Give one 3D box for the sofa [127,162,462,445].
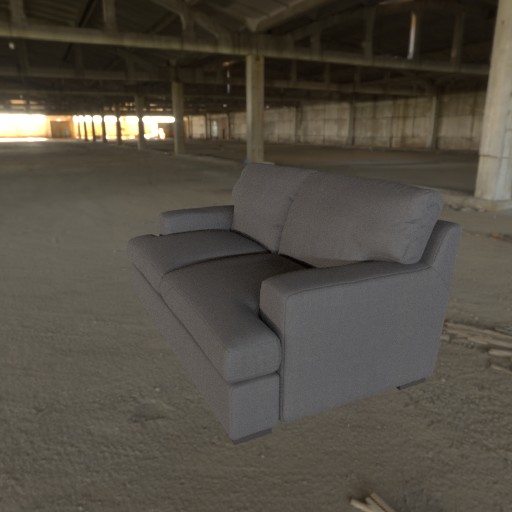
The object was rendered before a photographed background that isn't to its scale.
[{"bbox_3d":[0.000,0.000,2.544,1.143,0.940,1.880,-8,18,-25],"label":"sofa"}]
